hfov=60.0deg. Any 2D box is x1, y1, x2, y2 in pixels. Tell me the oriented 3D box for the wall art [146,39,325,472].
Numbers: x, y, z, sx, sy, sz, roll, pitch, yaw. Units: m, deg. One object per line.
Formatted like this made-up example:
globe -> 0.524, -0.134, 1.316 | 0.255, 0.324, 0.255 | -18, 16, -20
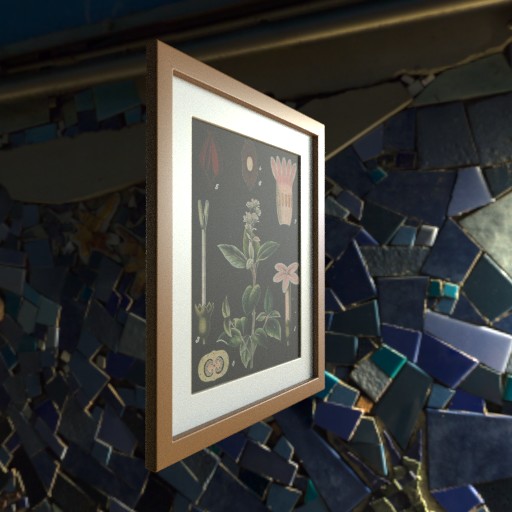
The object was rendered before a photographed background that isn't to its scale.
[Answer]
wall art -> 0.000, 0.000, 0.746 | 0.021, 0.550, 0.449 | 0, 0, 37
